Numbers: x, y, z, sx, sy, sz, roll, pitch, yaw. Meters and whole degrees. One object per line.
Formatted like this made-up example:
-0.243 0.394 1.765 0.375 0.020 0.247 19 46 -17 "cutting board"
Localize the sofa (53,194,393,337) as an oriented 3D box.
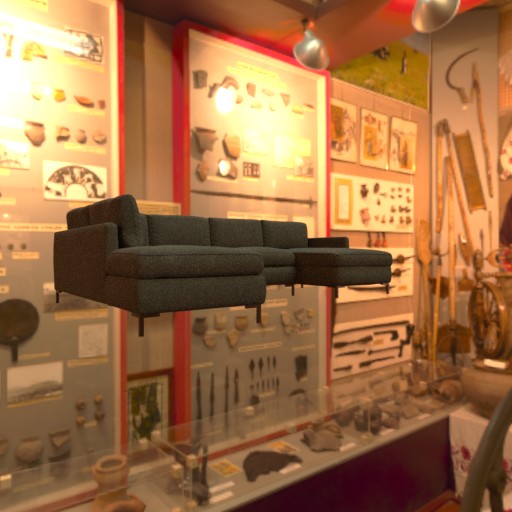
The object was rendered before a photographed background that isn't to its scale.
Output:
0.000 0.000 3.893 2.956 0.813 2.007 0 0 -36 "sofa"
